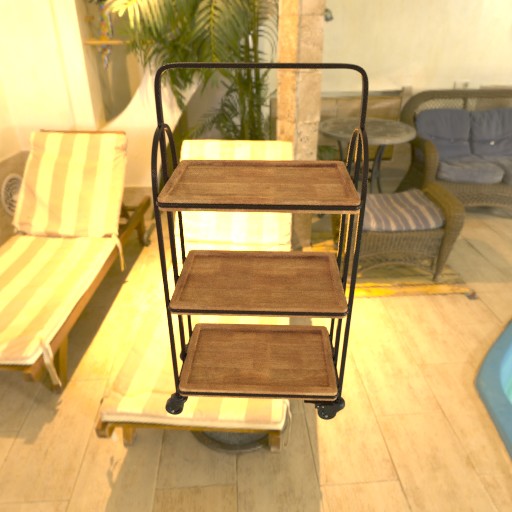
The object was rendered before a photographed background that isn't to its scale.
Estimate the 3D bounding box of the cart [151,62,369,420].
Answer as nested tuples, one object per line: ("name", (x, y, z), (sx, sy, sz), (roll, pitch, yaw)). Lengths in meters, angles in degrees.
("cart", (0.000, 0.000, 1.248), (0.553, 1.001, 0.327), (1, 29, 2))
